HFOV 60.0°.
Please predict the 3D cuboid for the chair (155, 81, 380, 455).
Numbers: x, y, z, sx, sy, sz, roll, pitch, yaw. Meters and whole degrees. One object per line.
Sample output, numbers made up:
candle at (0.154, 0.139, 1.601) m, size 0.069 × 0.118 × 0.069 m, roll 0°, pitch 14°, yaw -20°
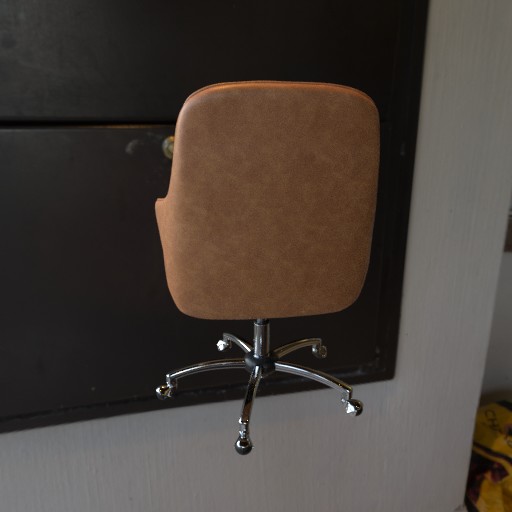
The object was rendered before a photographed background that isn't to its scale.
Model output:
chair at (0.000, 0.000, 1.305) m, size 0.628 × 0.909 × 0.615 m, roll -2°, pitch 16°, yaw -8°
